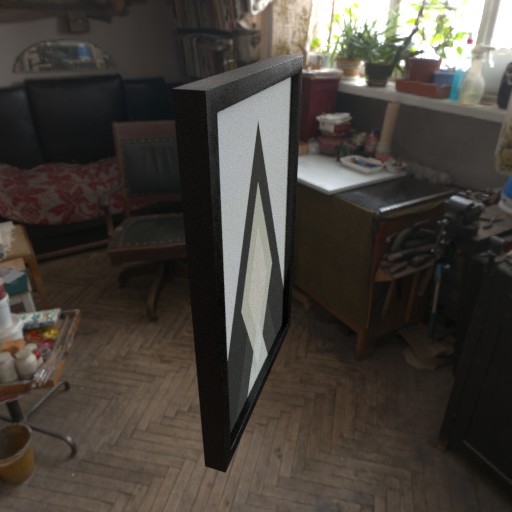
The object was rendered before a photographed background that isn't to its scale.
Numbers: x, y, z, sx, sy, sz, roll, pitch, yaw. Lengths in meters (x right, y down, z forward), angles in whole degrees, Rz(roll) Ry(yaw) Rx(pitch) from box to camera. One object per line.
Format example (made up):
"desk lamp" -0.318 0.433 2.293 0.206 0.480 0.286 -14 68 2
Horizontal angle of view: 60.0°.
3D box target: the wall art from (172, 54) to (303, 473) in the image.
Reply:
"wall art" 0.000 0.000 0.581 0.031 0.457 0.313 9 31 16
